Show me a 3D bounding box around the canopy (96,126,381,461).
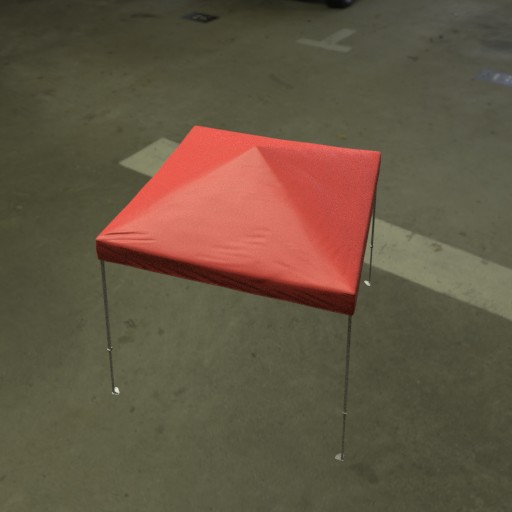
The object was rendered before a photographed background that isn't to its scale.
[{"bbox_3d":[0.000,0.000,5.201,2.849,2.849,2.848,11,44,12],"label":"canopy"}]
